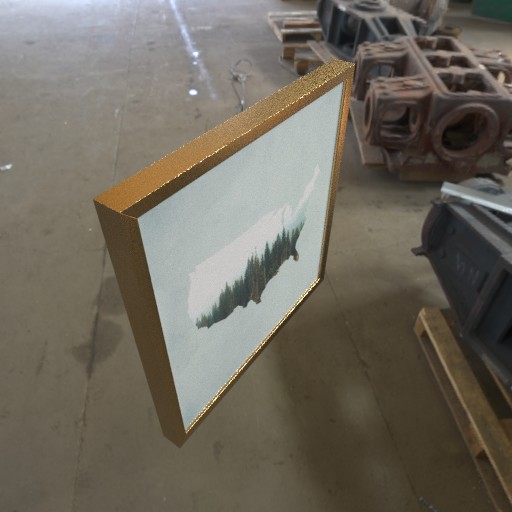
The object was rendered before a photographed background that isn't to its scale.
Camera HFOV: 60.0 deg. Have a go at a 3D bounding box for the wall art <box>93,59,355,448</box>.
[{"bbox_3d":[0.000,0.000,0.762,0.040,0.509,0.509,26,48,26],"label":"wall art"}]
